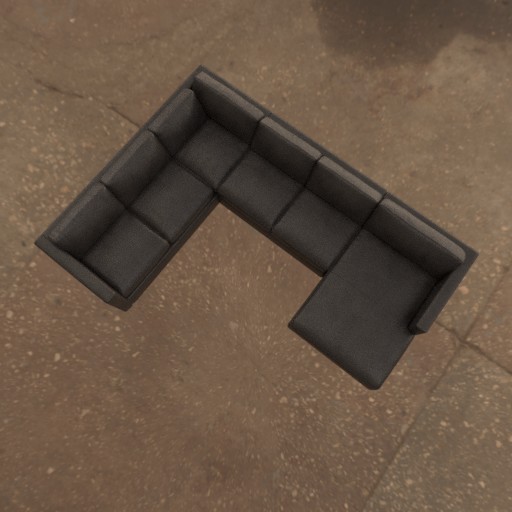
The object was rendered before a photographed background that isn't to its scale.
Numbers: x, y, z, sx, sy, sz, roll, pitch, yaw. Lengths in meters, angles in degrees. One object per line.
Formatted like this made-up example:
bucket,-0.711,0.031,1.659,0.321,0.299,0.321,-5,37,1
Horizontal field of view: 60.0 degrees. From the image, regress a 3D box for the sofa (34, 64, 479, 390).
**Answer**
sofa,0.000,0.000,4.364,3.324,0.891,2.452,37,78,9
